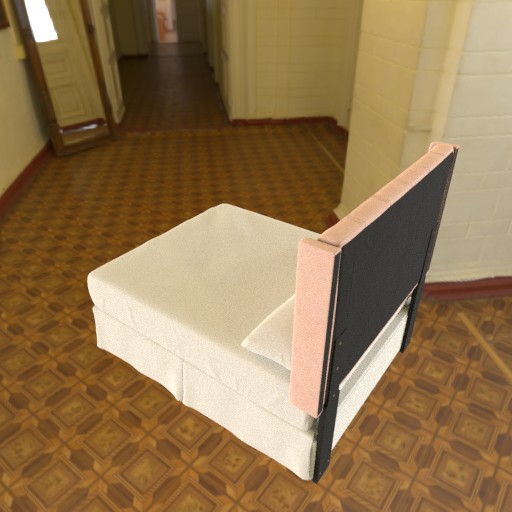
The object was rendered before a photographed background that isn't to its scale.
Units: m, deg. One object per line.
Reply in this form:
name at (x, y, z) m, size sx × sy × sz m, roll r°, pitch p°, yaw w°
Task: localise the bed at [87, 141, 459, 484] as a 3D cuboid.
bed at (0.000, 0.000, 3.258) m, size 2.066 × 1.665 × 1.719 m, roll 21°, pitch 38°, yaw 31°
